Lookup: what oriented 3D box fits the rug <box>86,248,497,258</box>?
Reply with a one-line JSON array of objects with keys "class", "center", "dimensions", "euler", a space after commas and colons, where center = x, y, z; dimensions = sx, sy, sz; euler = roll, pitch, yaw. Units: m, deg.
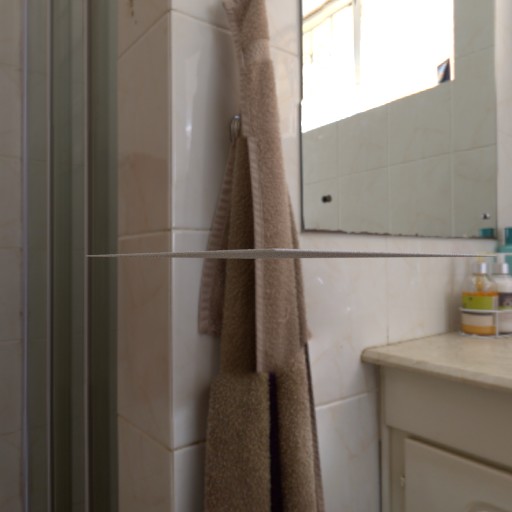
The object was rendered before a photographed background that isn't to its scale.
[{"class": "rug", "center": [0.000, 0.000, 2.165], "dimensions": [1.141, 0.015, 1.749], "euler": [0, -1, -36]}]
